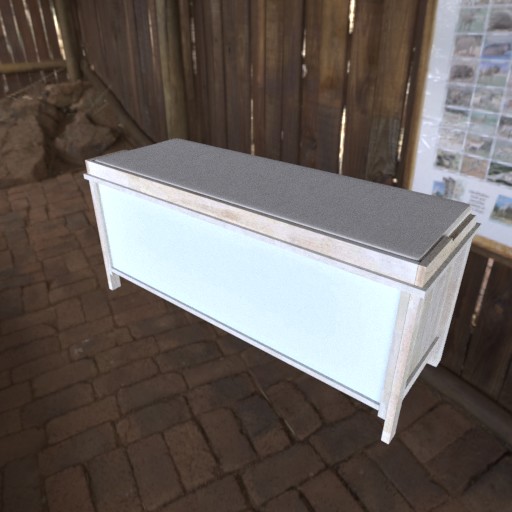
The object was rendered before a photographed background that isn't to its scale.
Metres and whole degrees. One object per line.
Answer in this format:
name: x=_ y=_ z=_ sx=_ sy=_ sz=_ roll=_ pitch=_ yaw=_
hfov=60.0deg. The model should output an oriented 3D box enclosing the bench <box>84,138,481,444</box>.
bench: x=0.000 y=0.000 z=1.391 sx=1.140 sy=0.501 sz=0.398 roll=21 pitch=35 yaw=33
